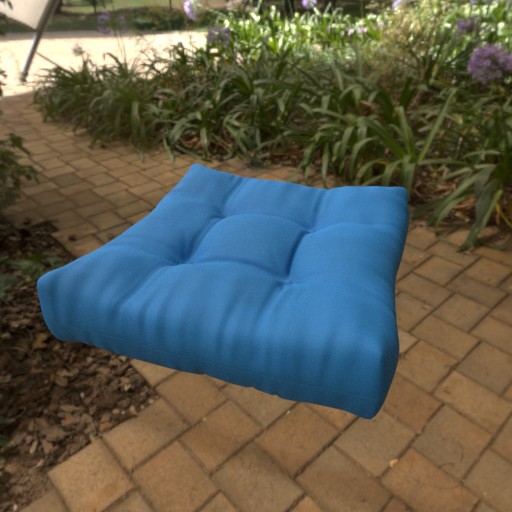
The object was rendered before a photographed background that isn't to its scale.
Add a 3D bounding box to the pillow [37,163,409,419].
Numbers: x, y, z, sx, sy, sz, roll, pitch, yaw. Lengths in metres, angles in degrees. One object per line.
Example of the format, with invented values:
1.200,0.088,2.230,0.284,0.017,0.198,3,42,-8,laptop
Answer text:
0.000,0.000,0.726,0.468,0.128,0.490,10,32,16,pillow
